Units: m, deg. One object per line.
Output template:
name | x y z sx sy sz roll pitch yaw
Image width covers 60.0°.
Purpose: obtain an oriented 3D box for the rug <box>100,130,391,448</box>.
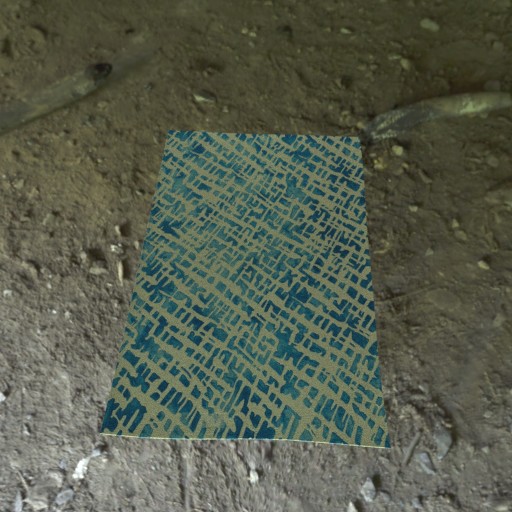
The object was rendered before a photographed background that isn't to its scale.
rug | 0.000 0.000 2.317 1.209 0.011 1.830 3 58 2
